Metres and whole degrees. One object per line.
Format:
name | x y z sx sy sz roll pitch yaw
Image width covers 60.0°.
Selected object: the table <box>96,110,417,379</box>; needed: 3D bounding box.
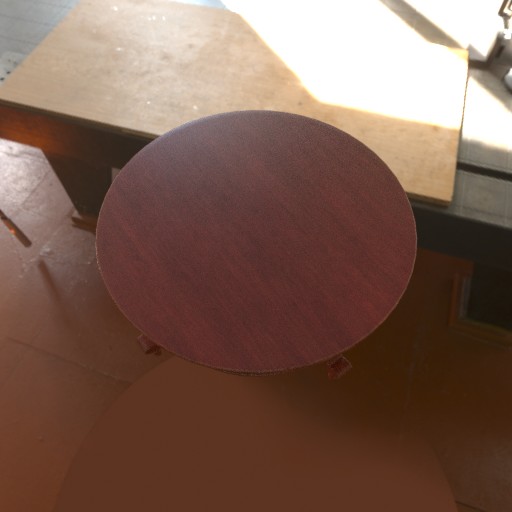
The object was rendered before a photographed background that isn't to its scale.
table | 0.000 0.000 1.641 1.029 0.486 1.029 0 58 0
